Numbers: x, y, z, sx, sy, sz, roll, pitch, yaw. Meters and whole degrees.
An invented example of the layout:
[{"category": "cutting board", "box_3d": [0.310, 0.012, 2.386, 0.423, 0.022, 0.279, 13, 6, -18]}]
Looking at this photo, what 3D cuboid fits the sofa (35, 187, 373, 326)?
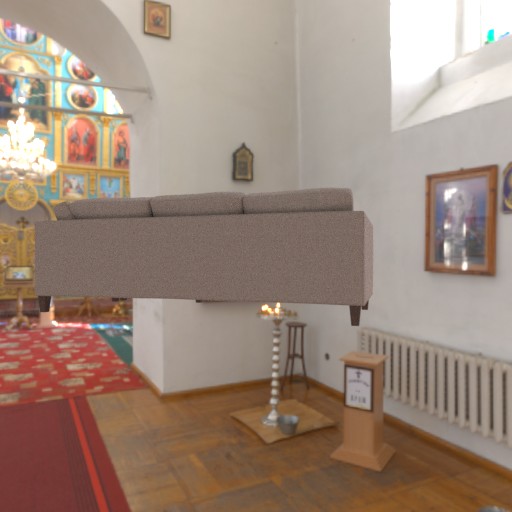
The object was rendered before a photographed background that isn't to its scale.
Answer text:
[{"category": "sofa", "box_3d": [0.000, 0.000, 4.586, 2.424, 0.865, 3.438, 0, 0, 17]}]
